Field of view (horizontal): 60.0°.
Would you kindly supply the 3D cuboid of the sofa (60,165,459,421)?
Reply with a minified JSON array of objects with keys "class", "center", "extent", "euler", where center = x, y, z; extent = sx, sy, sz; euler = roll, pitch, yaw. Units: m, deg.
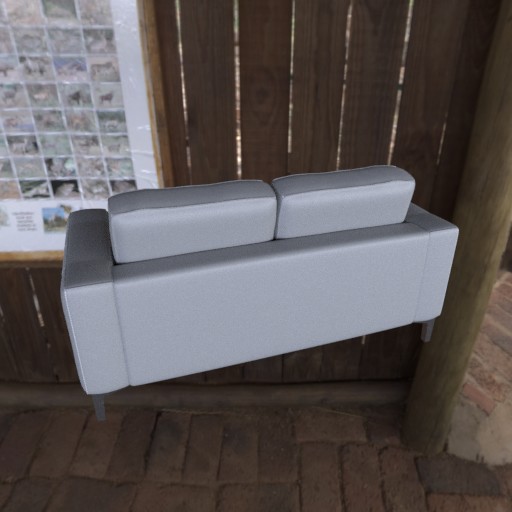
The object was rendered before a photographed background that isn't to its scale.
[{"class":"sofa","center":[0.000,0.000,2.189],"extent":[1.726,0.892,0.833],"euler":[-9,28,-17]}]
